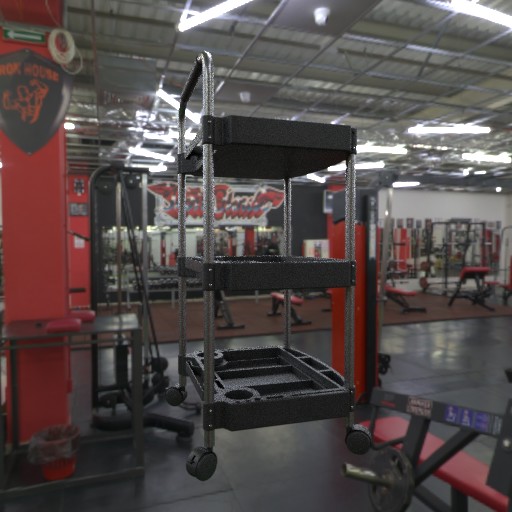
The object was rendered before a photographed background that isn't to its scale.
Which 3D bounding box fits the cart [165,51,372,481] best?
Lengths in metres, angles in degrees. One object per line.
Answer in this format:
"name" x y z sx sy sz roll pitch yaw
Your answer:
"cart" 0.000 0.000 1.388 0.518 1.075 0.584 -1 2 -17
